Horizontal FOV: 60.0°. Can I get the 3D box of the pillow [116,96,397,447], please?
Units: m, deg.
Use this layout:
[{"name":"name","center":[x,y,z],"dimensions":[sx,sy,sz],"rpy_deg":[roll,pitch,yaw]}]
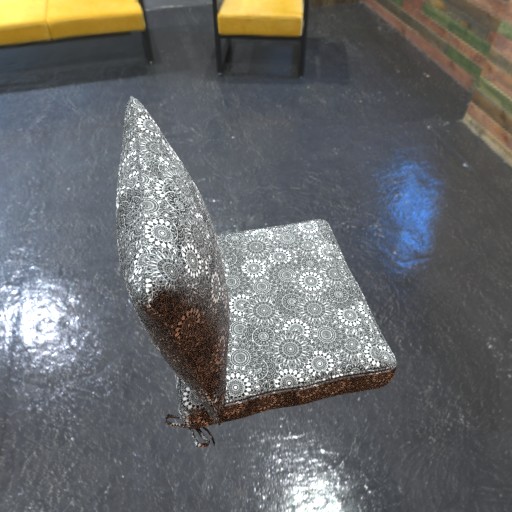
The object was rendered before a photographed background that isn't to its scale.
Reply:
[{"name":"pillow","center":[0.000,0.000,1.330],"dimensions":[0.740,0.722,0.798],"rpy_deg":[-9,47,-9]}]
